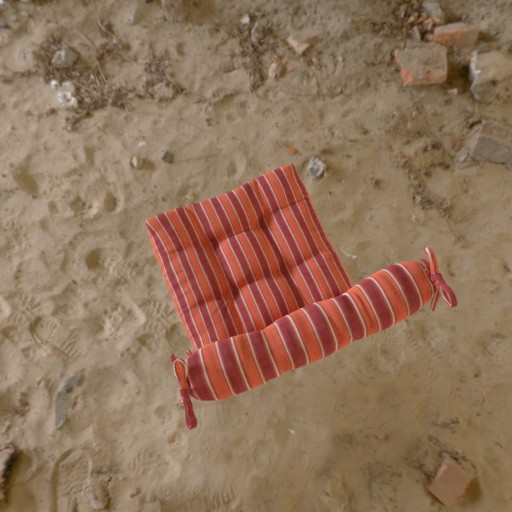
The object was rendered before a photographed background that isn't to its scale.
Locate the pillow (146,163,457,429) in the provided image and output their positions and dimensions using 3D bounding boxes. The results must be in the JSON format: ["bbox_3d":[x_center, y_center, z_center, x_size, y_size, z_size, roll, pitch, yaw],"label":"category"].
[{"bbox_3d":[0.000,0.000,1.036,0.519,0.605,0.571,-23,75,-6],"label":"pillow"}]
